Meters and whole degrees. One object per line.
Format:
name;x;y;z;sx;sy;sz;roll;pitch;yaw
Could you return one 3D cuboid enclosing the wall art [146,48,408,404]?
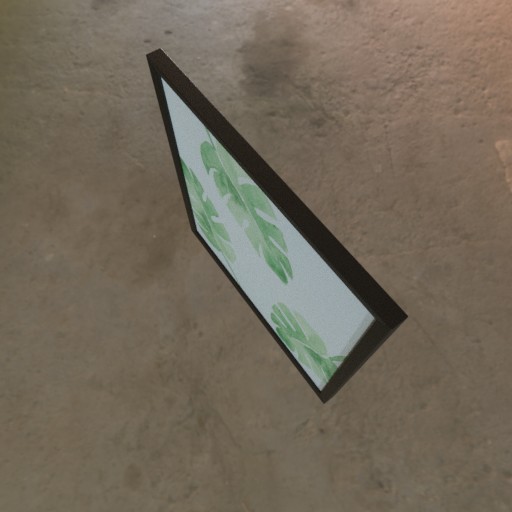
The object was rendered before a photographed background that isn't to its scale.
wall art;0.000;0.000;1.172;0.038;0.765;0.765;-33;68;-15
